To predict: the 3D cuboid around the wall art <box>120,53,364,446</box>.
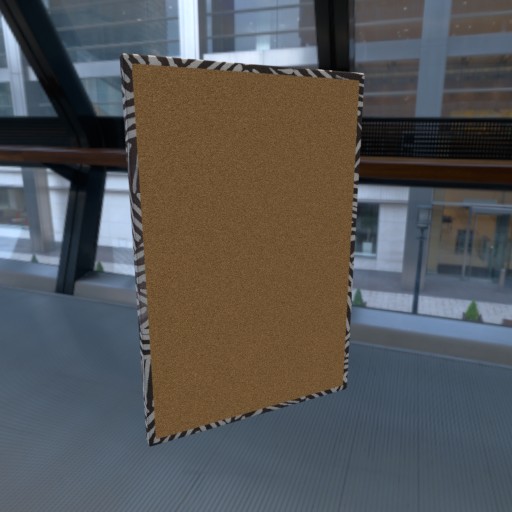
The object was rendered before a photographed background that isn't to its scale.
[{"bbox_3d":[0.000,0.000,1.149,0.615,0.918,0.035,-7,16,-25],"label":"wall art"}]
